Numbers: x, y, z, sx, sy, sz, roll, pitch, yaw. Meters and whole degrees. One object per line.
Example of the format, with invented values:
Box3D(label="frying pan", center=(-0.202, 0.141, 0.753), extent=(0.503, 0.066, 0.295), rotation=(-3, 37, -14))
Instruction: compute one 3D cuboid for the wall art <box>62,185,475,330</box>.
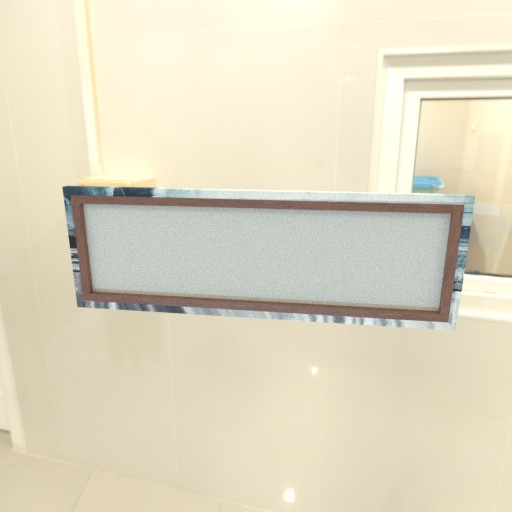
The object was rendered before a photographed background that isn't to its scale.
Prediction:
Box3D(label="wall art", center=(0.000, 0.000, 1.714), extent=(1.524, 0.509, 0.037), rotation=(2, 17, 8))
